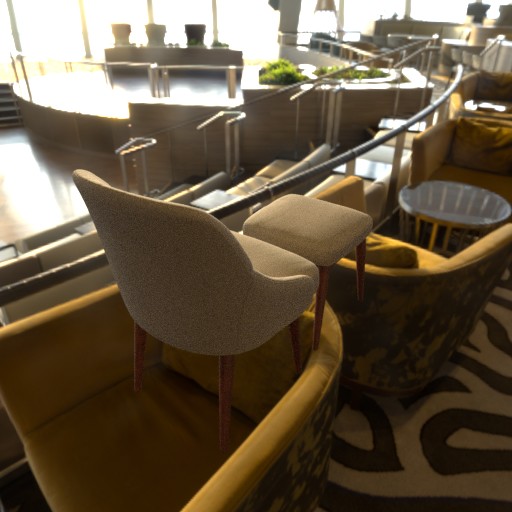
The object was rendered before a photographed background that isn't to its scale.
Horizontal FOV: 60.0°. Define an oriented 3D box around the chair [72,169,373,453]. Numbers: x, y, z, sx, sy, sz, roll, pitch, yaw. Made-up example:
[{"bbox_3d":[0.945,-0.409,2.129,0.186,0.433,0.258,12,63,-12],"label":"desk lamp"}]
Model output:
[{"bbox_3d":[0.000,0.000,1.570,0.584,0.866,1.114,21,36,31],"label":"chair"}]
